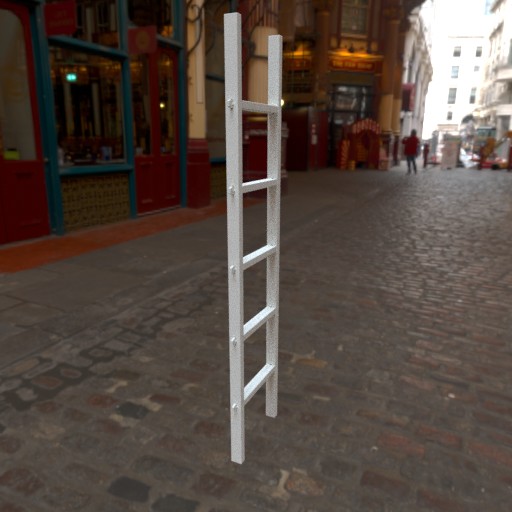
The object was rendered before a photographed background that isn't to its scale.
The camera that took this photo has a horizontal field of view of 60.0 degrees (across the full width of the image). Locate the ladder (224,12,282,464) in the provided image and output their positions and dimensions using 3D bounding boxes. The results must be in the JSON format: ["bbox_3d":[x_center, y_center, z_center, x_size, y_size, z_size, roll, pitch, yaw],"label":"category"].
[{"bbox_3d":[0.000,0.000,1.907,0.051,1.797,0.452,7,16,25],"label":"ladder"}]
